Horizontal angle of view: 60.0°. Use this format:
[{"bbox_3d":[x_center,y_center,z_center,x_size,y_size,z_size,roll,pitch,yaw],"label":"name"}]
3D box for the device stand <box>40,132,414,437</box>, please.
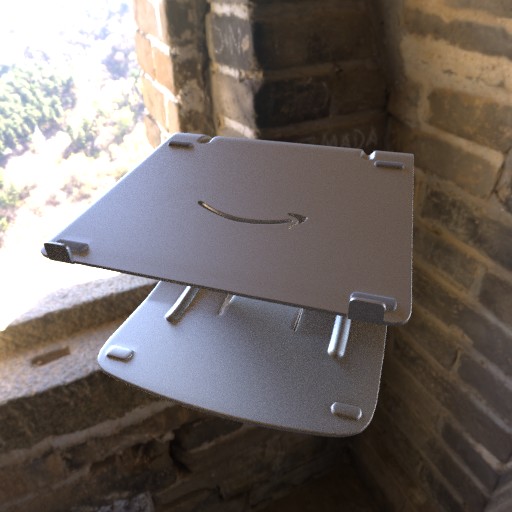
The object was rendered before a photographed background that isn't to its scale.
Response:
[{"bbox_3d":[0.000,0.000,0.394,0.256,0.155,0.236,10,31,16],"label":"device stand"}]
